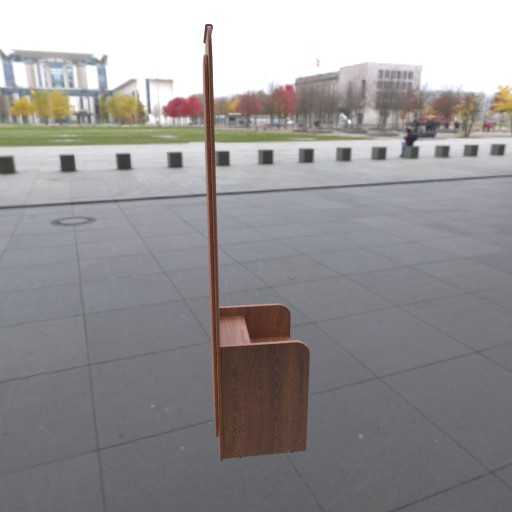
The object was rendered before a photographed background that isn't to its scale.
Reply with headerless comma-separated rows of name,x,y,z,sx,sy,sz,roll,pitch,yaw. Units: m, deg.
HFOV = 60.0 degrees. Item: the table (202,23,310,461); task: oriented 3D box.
table,0.000,0.000,2.010,0.420,1.830,0.450,-2,17,-7
